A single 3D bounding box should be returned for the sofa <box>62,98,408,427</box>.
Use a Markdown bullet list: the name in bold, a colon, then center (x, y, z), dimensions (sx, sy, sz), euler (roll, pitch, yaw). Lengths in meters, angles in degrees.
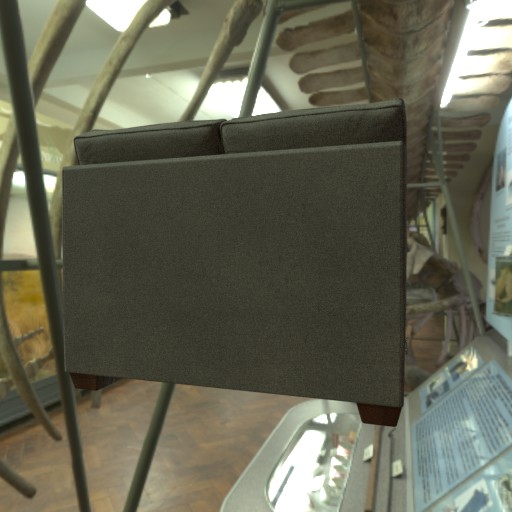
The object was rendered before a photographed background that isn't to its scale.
- **sofa**: center (0.000, 0.000, 1.911), dimensions (1.237, 1.008, 0.951), euler (0, 0, 19)
